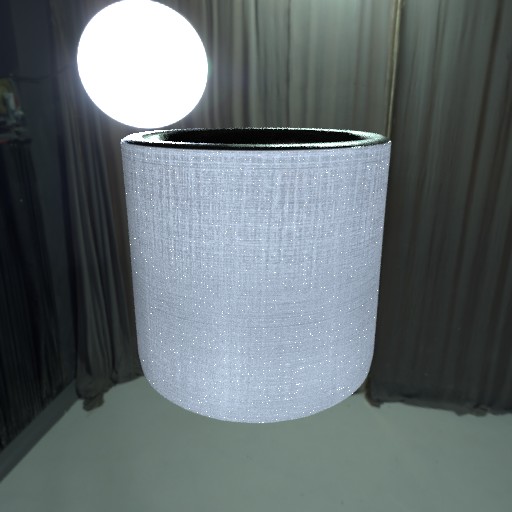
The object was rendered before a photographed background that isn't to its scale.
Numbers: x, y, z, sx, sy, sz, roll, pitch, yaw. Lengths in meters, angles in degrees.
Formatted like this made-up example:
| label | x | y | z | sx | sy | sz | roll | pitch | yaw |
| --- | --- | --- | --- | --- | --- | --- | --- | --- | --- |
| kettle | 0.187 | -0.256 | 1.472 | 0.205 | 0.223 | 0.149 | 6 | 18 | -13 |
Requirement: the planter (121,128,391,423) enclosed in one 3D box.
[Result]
| label | x | y | z | sx | sy | sz | roll | pitch | yaw |
| --- | --- | --- | --- | --- | --- | --- | --- | --- | --- |
| planter | 0.000 | 0.000 | 0.293 | 0.160 | 0.156 | 0.160 | 0 | 19 | 0 |
